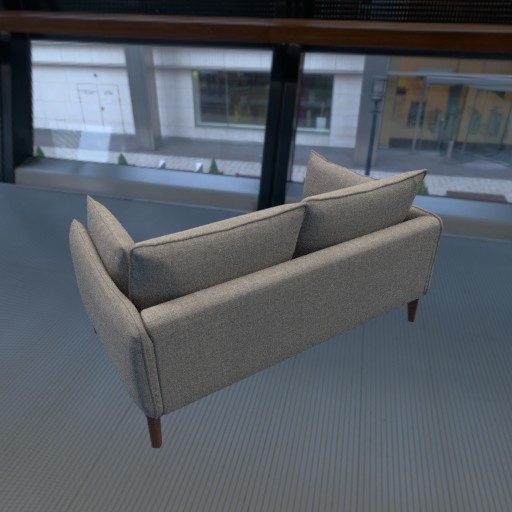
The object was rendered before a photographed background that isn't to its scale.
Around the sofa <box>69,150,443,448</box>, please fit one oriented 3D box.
[{"bbox_3d":[0.000,0.000,2.170,1.580,0.851,0.972,-18,34,-28],"label":"sofa"}]
